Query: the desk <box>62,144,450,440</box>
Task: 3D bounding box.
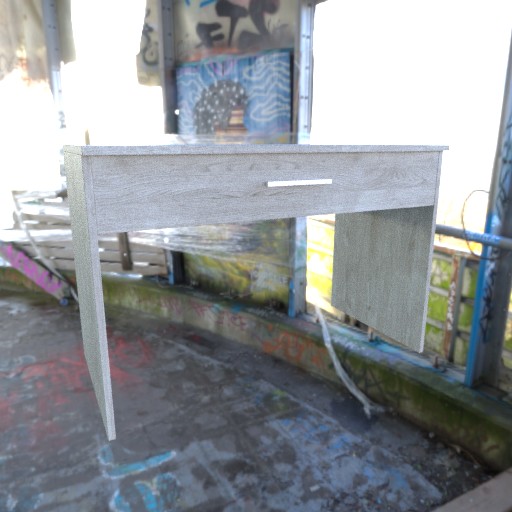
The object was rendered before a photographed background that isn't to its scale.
[{"bbox_3d":[0.000,0.000,1.501,1.100,0.730,0.560,-7,16,-26],"label":"desk"}]
